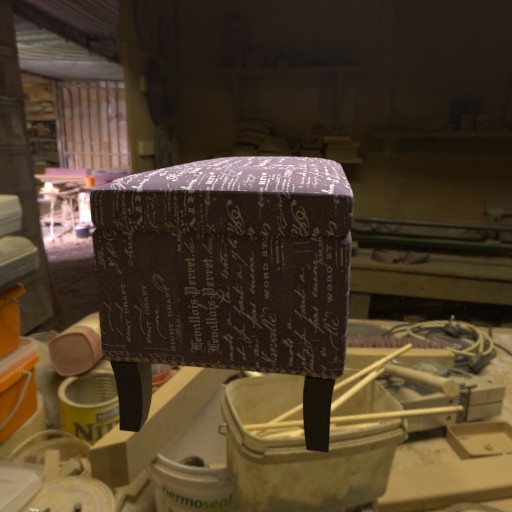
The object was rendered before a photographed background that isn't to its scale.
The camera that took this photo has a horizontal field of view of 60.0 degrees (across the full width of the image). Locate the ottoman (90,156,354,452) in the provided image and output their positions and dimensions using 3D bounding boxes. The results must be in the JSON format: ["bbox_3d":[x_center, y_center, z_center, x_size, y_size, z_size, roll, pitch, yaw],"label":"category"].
[{"bbox_3d":[0.000,0.000,1.068,0.406,0.457,0.813,2,15,9],"label":"ottoman"}]
